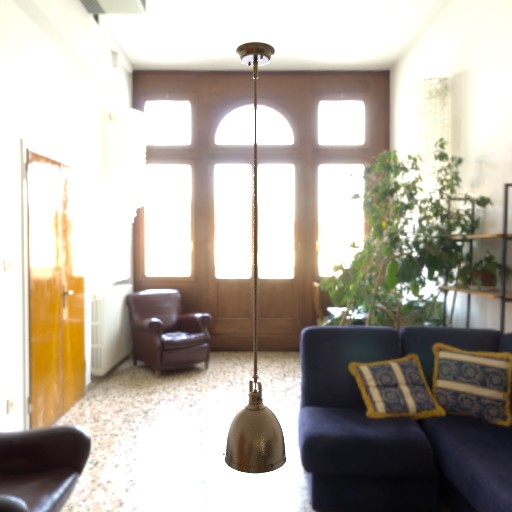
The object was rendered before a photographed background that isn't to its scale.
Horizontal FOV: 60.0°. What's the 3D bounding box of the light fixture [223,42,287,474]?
[{"bbox_3d":[0.000,0.000,1.487,0.211,1.367,0.217,-1,1,-36],"label":"light fixture"}]
